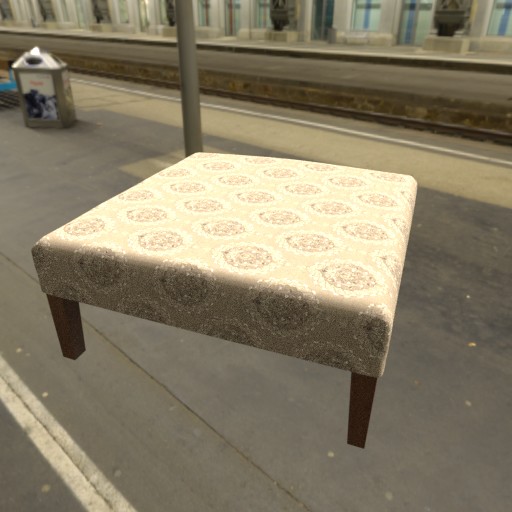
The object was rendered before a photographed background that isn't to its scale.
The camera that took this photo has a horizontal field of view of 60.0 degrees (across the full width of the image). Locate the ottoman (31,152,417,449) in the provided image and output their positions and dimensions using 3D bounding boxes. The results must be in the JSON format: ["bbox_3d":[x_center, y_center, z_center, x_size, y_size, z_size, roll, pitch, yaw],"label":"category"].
[{"bbox_3d":[0.000,0.000,1.413,0.890,0.411,0.889,11,31,18],"label":"ottoman"}]
